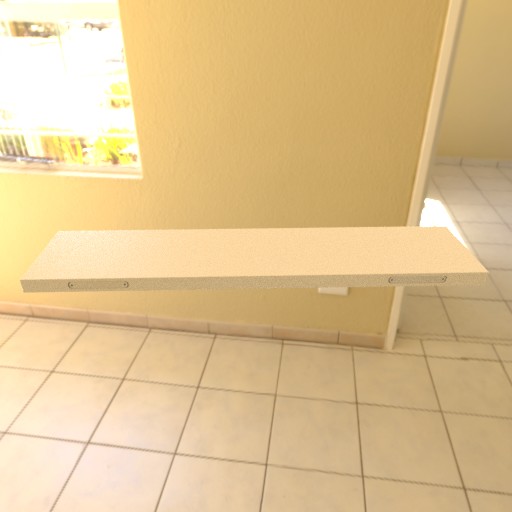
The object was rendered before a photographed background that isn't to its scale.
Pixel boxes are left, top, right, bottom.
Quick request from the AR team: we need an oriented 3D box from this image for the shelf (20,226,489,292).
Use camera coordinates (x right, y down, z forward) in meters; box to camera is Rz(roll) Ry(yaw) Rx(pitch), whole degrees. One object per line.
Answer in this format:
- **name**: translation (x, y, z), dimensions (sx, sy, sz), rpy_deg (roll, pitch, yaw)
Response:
- **shelf**: translation (0.000, 0.000, 0.640), dimensions (0.610, 0.020, 0.140), rpy_deg (-1, 30, -2)
